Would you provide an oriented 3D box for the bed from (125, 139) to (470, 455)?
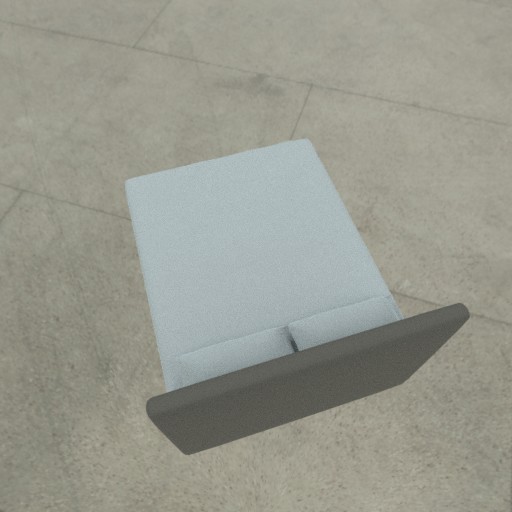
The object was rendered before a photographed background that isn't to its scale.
[{"bbox_3d":[0.000,0.000,3.206,1.748,1.330,2.142,-15,60,-9],"label":"bed"}]
